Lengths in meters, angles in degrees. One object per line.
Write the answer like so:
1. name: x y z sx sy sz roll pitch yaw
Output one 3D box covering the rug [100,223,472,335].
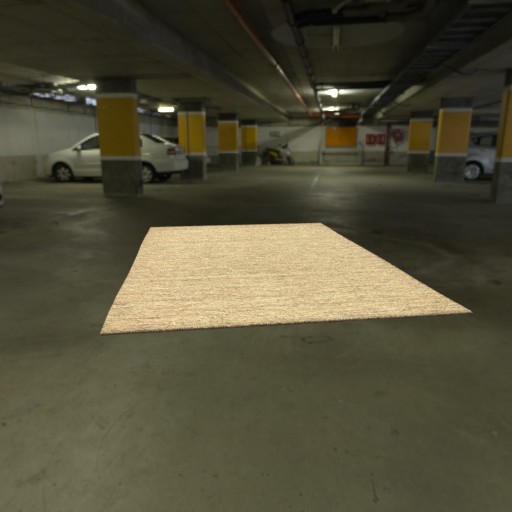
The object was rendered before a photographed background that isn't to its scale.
1. rug: 0.000 0.000 2.888 1.547 0.013 2.283 -2 14 -8
